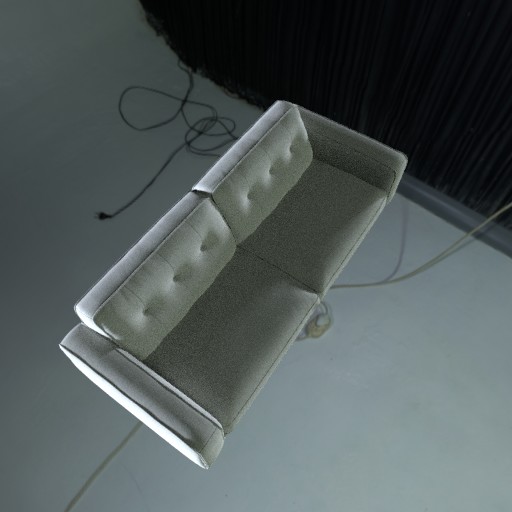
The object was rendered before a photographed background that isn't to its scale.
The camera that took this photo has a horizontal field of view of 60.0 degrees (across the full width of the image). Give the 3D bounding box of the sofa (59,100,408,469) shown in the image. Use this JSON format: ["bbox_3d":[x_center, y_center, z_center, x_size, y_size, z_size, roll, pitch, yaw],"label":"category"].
[{"bbox_3d":[0.000,0.000,2.758,0.956,0.781,2.270,31,63,17],"label":"sofa"}]
